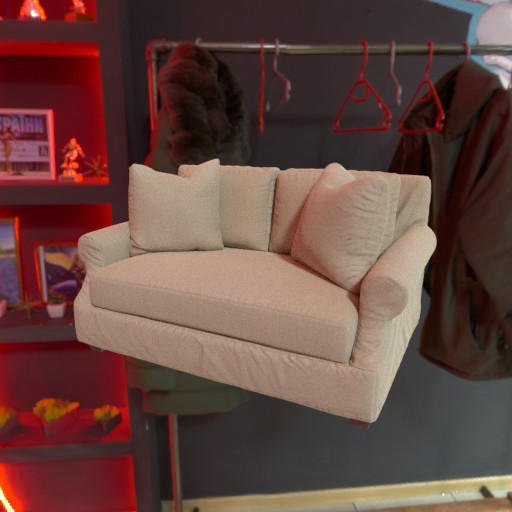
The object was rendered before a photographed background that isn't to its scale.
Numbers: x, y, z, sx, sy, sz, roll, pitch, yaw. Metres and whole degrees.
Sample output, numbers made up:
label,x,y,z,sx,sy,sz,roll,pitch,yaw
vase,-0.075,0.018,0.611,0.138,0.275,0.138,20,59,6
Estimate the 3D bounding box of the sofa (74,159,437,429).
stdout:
label,x,y,z,sx,sy,sz,roll,pitch,yaw
sofa,0.000,0.000,2.160,1.550,0.905,1.070,8,17,26
